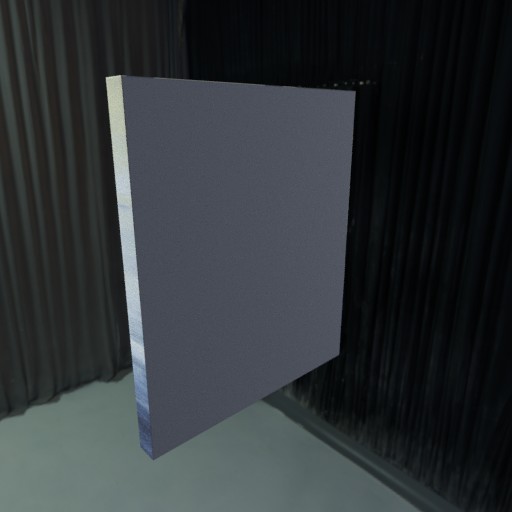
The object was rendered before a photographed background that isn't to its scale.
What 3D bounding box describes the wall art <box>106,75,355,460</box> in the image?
[{"bbox_3d":[0.000,0.000,0.711,0.435,0.511,0.037,-15,23,-41],"label":"wall art"}]
